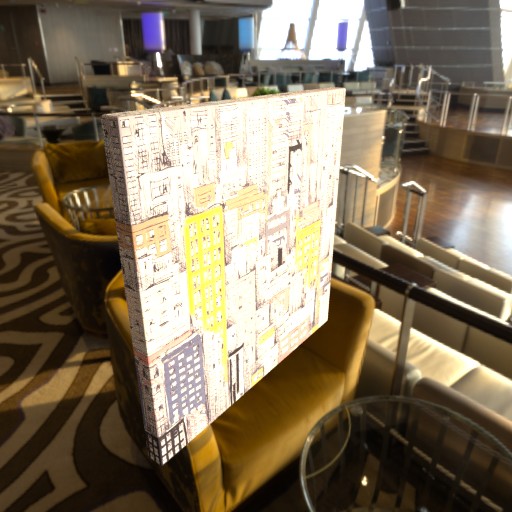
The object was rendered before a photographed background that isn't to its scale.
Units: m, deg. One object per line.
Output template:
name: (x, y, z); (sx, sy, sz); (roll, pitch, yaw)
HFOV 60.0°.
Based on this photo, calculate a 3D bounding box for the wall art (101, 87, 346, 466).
wall art: (0.000, 0.000, 0.900); (0.038, 0.608, 0.607); (18, 30, 34)
